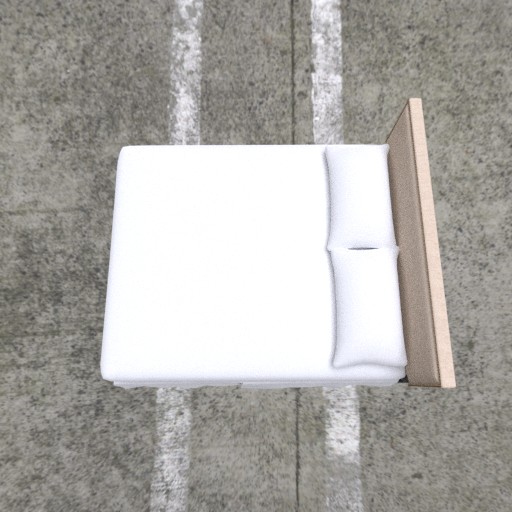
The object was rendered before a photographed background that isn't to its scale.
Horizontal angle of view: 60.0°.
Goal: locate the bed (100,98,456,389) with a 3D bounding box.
[{"bbox_3d":[0.000,0.000,2.779,1.876,1.016,1.616,0,74,0],"label":"bed"}]
